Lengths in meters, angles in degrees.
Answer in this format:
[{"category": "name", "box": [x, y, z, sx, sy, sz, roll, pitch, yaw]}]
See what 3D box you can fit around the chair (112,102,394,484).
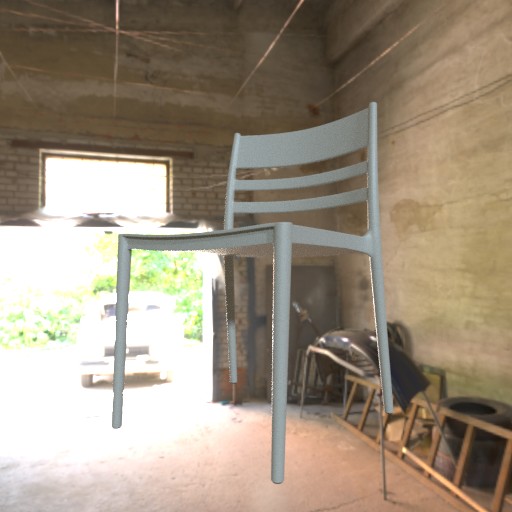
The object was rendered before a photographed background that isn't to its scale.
[{"category": "chair", "box": [0.000, 0.000, 1.107, 0.531, 0.800, 0.511, -1, -2, 36]}]
